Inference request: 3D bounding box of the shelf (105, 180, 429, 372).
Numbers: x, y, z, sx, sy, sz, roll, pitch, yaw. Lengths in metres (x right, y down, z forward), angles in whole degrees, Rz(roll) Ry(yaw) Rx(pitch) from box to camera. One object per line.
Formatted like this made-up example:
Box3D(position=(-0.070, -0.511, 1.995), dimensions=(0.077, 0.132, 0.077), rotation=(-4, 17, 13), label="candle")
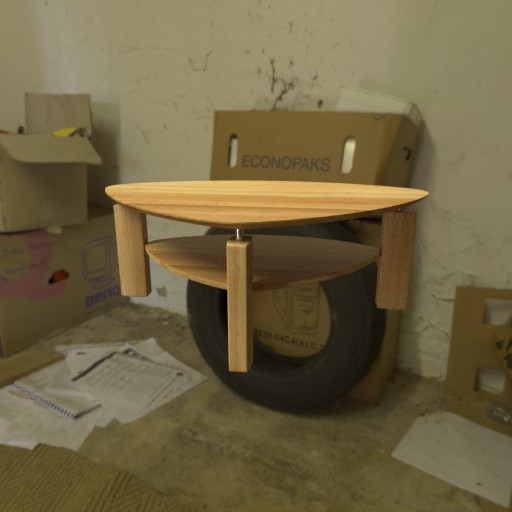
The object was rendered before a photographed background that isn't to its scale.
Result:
Box3D(position=(0.000, 0.000, 1.614), dimensions=(1.240, 0.439, 0.863), rotation=(2, 17, 7), label="shelf")
